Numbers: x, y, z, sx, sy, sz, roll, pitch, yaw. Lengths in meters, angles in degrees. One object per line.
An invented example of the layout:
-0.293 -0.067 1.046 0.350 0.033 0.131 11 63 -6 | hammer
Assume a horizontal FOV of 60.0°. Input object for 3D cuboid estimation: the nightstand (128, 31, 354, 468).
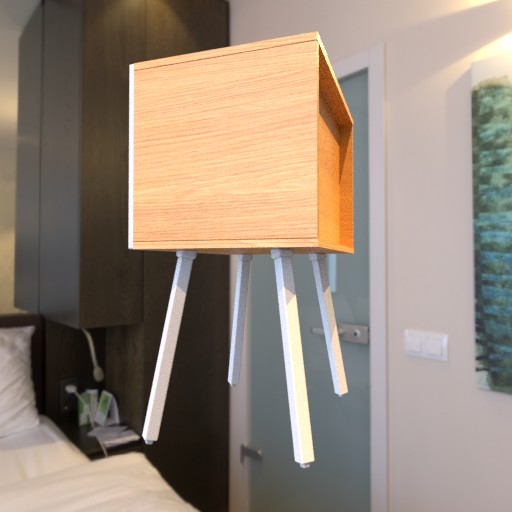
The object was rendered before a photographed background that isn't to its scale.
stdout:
0.000 0.000 0.837 0.316 0.601 0.400 0 -1 19 | nightstand
